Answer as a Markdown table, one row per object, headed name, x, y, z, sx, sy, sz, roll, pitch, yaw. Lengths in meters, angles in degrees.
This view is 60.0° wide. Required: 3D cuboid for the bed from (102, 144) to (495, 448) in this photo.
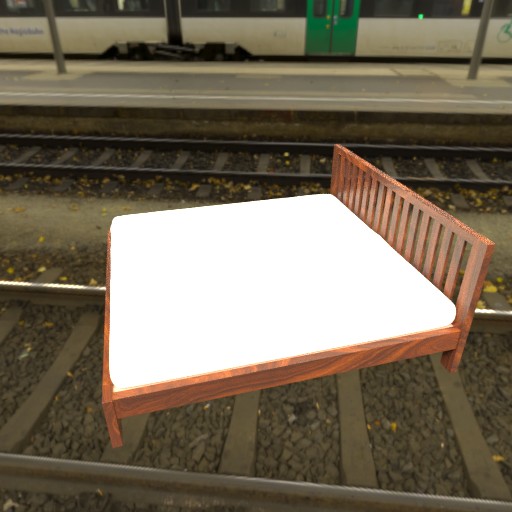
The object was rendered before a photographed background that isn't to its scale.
| name | x | y | z | sx | sy | sz | roll | pitch | yaw |
| --- | --- | --- | --- | --- | --- | --- | --- | --- | --- |
| bed | 0.000 | 0.000 | 3.061 | 2.030 | 0.890 | 1.905 | -8 | 31 | -13 |
